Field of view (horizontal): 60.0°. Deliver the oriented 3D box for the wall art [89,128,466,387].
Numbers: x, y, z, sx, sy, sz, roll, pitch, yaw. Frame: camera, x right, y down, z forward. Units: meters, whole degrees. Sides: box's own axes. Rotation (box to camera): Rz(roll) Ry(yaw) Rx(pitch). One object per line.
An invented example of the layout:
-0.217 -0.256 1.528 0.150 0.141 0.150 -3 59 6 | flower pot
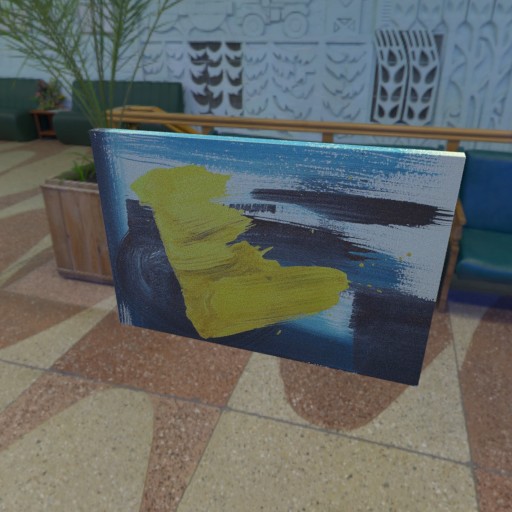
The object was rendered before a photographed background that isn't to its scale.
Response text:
0.000 0.000 1.183 0.914 0.610 0.039 8 27 17 | wall art
